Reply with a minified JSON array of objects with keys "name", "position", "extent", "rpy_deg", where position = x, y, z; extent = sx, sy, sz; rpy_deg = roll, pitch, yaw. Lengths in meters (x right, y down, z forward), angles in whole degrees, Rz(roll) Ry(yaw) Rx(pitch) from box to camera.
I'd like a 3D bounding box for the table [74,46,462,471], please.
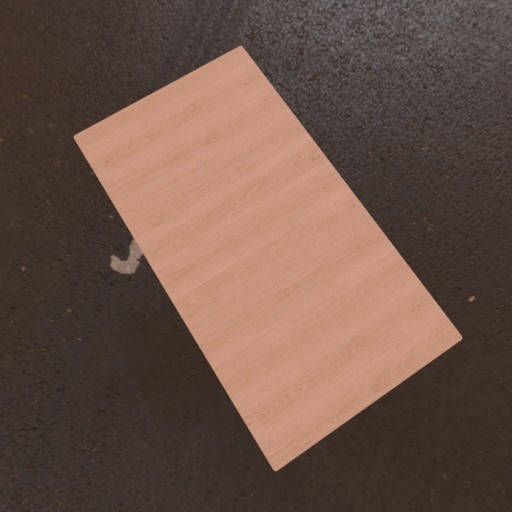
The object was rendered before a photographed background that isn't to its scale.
[{"name":"table","position":[0.000,0.000,2.120],"extent":[0.900,0.760,1.600],"rpy_deg":[-32,77,-8]}]
